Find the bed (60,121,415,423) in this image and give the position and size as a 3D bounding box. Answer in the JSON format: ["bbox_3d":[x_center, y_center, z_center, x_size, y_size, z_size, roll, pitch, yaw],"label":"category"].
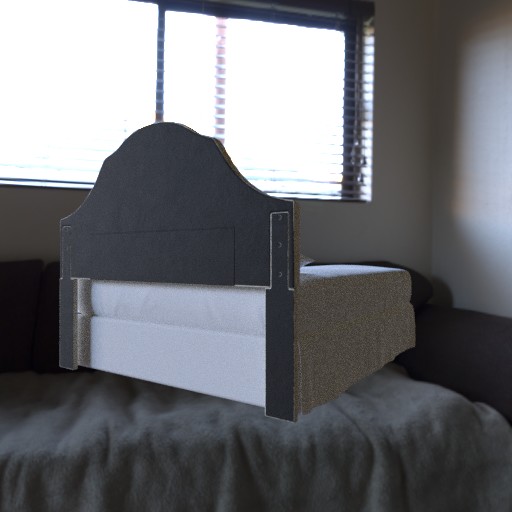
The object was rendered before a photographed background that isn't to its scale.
[{"bbox_3d":[0.000,0.000,3.592,2.008,1.615,2.214,0,0,34],"label":"bed"}]
